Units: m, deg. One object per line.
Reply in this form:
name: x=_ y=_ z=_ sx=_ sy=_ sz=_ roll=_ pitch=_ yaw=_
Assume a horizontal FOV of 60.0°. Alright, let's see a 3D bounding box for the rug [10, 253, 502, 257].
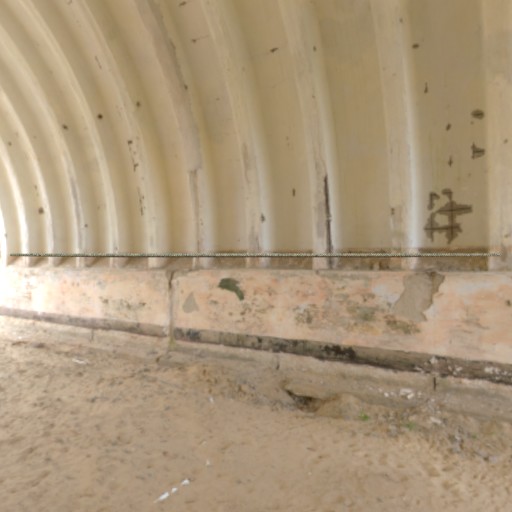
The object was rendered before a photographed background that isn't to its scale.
rug: x=0.000 y=0.000 z=2.819 sx=2.283 sy=0.013 sz=1.547 roll=0 pitch=0 yaw=0
